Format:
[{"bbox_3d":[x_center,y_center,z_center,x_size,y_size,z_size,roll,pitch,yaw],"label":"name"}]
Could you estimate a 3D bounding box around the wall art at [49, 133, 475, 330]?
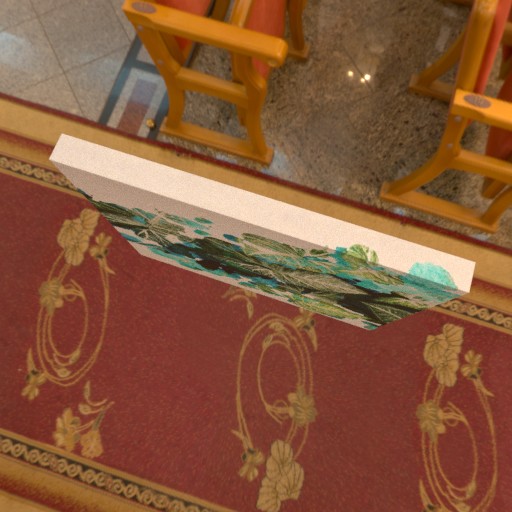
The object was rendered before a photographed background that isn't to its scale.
[{"bbox_3d":[0.000,0.000,0.722,0.507,0.435,0.041,18,76,5],"label":"wall art"}]
